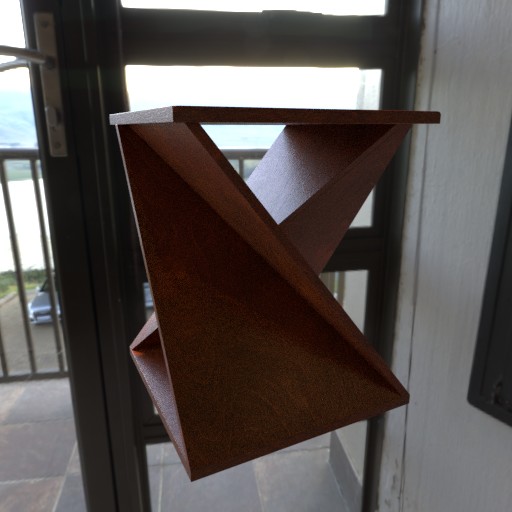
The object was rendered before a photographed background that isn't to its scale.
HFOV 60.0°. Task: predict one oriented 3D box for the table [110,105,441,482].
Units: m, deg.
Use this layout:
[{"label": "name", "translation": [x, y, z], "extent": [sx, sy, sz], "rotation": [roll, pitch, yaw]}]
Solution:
[{"label": "table", "translation": [0.000, 0.000, 0.848], "extent": [0.427, 0.520, 0.427], "rotation": [-8, 18, -26]}]
